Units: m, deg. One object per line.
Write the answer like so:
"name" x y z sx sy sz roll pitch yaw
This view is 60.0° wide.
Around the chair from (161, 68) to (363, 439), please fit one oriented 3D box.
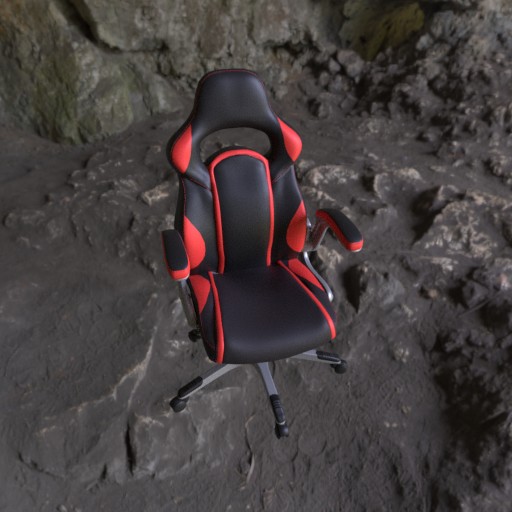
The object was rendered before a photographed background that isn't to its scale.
"chair" 0.000 0.000 1.594 0.758 1.165 0.712 -9 33 -14
